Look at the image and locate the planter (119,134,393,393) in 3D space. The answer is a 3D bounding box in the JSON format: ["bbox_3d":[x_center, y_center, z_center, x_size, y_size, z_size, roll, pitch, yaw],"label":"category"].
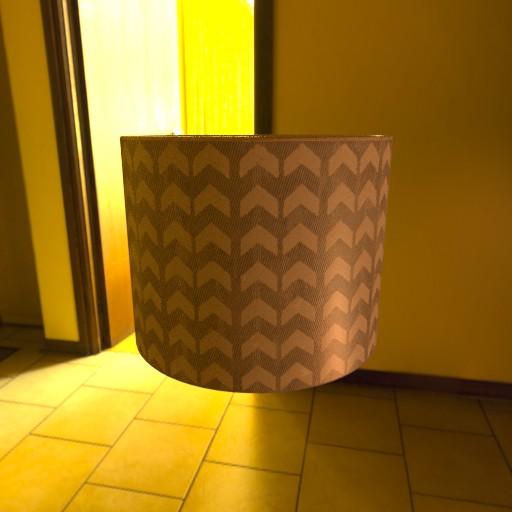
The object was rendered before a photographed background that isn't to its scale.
[{"bbox_3d":[0.000,0.000,0.455,0.250,0.239,0.250,0,16,0],"label":"planter"}]
